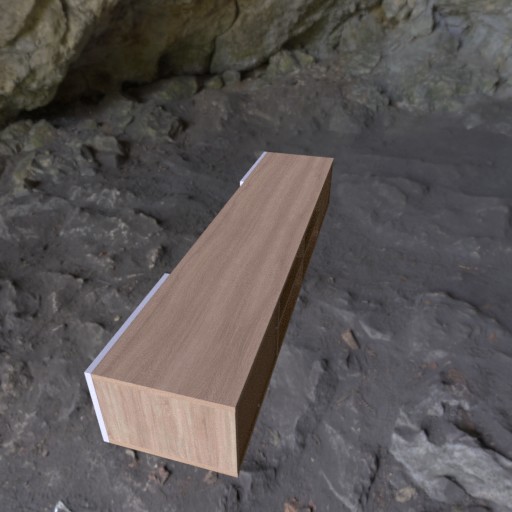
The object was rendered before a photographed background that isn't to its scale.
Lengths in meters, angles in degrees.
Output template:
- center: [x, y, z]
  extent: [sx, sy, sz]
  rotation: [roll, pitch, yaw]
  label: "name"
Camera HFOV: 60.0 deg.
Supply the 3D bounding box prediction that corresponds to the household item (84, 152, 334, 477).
- center: [0.000, 0.000, 1.961]
  extent: [0.420, 0.310, 1.850]
  rotation: [9, 33, 13]
  label: "household item"
